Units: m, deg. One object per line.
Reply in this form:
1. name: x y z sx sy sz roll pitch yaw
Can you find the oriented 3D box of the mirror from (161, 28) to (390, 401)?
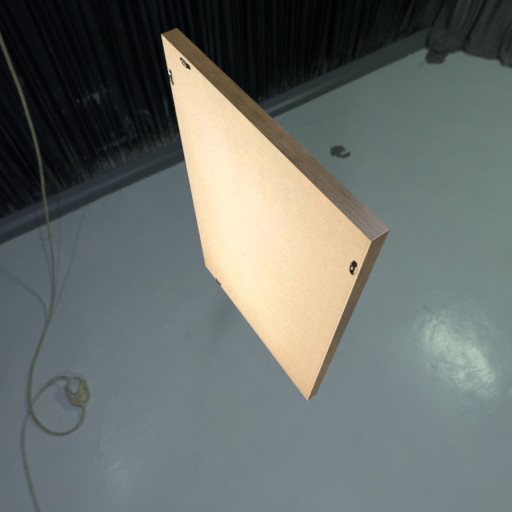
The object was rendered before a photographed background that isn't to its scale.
1. mirror: 0.000 0.000 1.149 0.041 0.915 0.609 -31 63 -18
